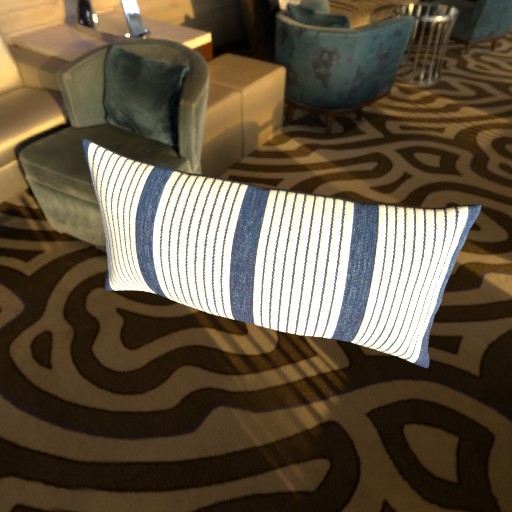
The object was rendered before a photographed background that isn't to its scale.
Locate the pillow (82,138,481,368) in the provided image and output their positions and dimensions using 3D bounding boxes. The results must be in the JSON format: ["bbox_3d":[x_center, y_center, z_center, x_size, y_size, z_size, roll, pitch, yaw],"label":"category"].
[{"bbox_3d":[0.000,0.000,0.721,0.608,0.292,0.156,12,42,13],"label":"pillow"}]
